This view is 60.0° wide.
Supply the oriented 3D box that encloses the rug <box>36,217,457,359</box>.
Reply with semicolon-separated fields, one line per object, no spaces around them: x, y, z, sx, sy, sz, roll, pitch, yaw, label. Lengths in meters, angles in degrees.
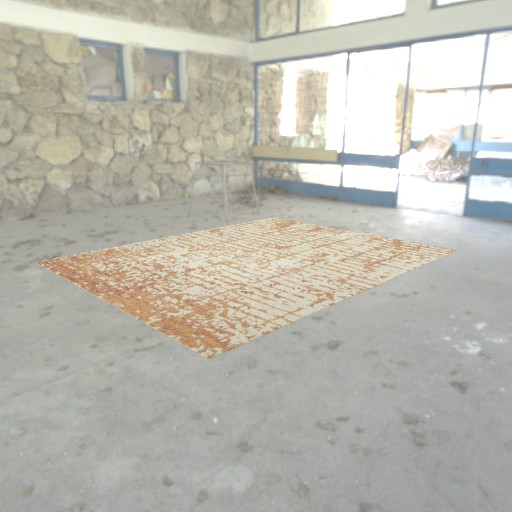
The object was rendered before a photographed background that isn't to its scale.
0.000;0.000;4.092;3.050;0.011;2.441;-15;21;-42;rug
